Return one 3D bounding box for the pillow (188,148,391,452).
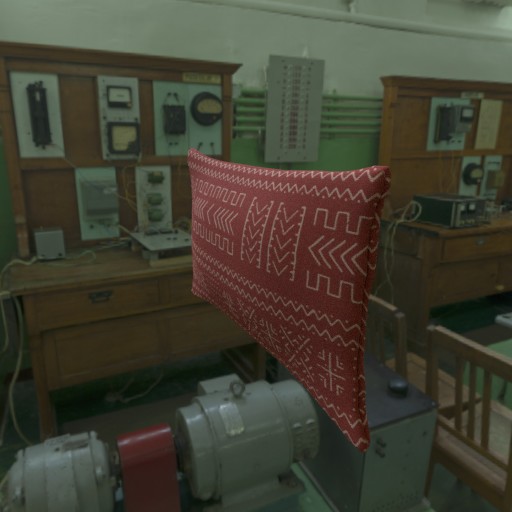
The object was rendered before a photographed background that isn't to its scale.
[{"bbox_3d":[0.000,0.000,0.783,0.130,0.352,0.640,-8,17,-26],"label":"pillow"}]
